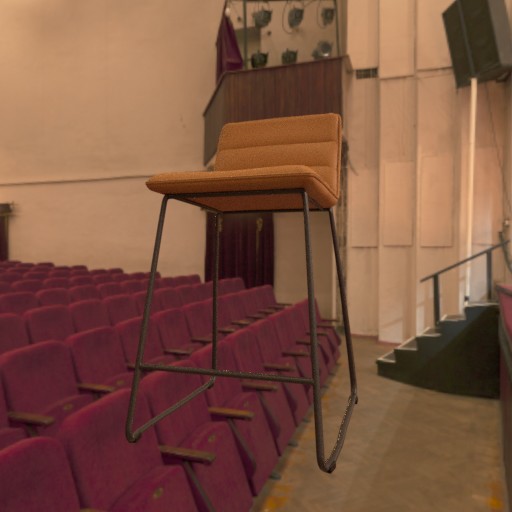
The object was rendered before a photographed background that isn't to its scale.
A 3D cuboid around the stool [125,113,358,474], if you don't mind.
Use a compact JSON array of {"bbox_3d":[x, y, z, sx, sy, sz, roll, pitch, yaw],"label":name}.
[{"bbox_3d":[0.000,0.000,1.173,0.489,0.866,0.524,0,0,18],"label":"stool"}]
